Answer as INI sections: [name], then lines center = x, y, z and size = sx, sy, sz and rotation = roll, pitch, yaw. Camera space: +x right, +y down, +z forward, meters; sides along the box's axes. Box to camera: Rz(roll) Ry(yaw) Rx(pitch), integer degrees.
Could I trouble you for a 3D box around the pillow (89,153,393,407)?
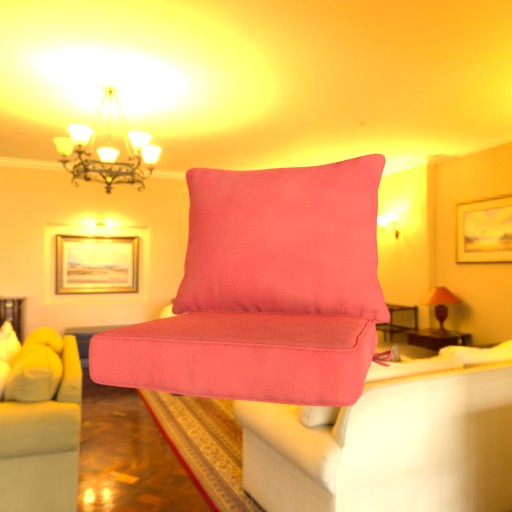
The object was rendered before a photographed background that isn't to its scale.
[pillow]
center = 0.000, 0.000, 1.375
size = 0.798, 0.725, 0.733
rotation = 0, -2, 18
